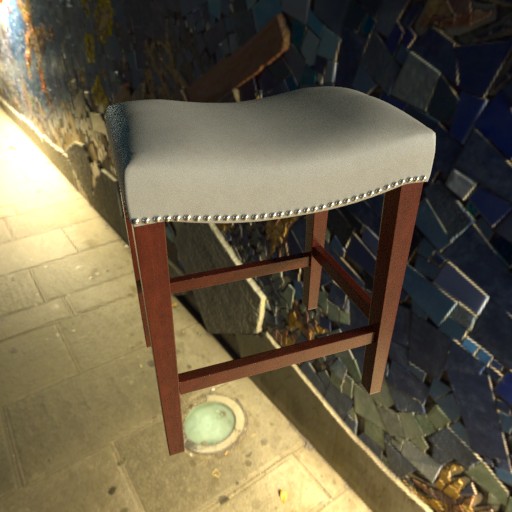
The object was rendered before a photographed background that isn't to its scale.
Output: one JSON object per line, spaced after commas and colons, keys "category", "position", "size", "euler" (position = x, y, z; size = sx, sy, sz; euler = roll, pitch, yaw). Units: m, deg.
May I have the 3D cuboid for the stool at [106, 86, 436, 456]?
{"category": "stool", "position": [0.000, 0.000, 0.941], "size": [0.509, 0.632, 0.375], "euler": [-11, 33, -17]}
